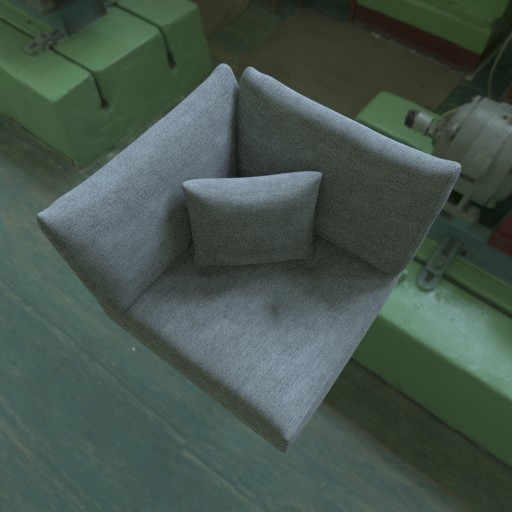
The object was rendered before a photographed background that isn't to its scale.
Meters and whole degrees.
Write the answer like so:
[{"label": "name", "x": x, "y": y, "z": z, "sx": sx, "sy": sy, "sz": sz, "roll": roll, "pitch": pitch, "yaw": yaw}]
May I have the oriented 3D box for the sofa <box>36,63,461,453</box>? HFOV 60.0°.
[{"label": "sofa", "x": 0.000, "y": 0.000, "z": 1.733, "sx": 1.000, "sy": 0.820, "sz": 1.000, "roll": 32, "pitch": 64, "yaw": 18}]
